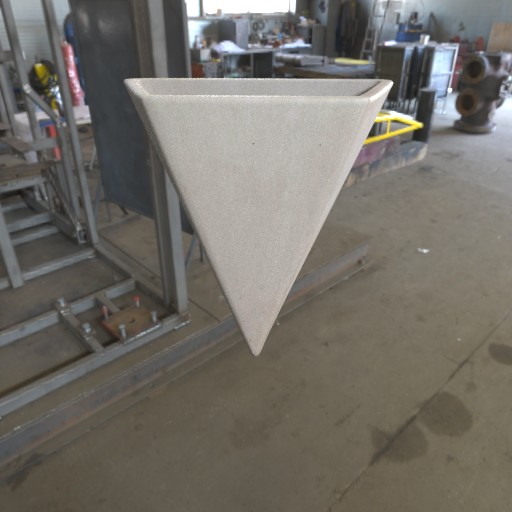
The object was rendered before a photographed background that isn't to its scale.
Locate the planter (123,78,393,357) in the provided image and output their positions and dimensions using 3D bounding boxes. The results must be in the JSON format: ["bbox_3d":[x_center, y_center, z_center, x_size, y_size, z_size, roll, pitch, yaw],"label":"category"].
[{"bbox_3d":[0.000,0.000,0.273,0.150,0.197,0.060,1,29,2],"label":"planter"}]
